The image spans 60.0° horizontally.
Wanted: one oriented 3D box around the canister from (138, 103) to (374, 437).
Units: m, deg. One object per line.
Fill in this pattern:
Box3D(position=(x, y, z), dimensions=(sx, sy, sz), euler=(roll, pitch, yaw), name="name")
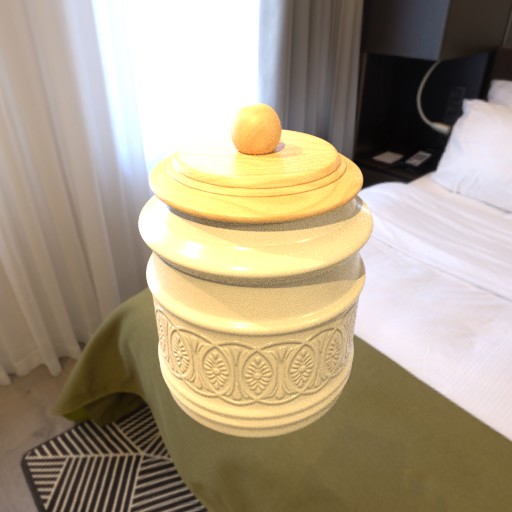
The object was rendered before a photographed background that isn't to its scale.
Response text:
Box3D(position=(0.000, 0.000, 0.266), dimensions=(0.130, 0.176, 0.130), euler=(0, 31, 0), name="canister")
